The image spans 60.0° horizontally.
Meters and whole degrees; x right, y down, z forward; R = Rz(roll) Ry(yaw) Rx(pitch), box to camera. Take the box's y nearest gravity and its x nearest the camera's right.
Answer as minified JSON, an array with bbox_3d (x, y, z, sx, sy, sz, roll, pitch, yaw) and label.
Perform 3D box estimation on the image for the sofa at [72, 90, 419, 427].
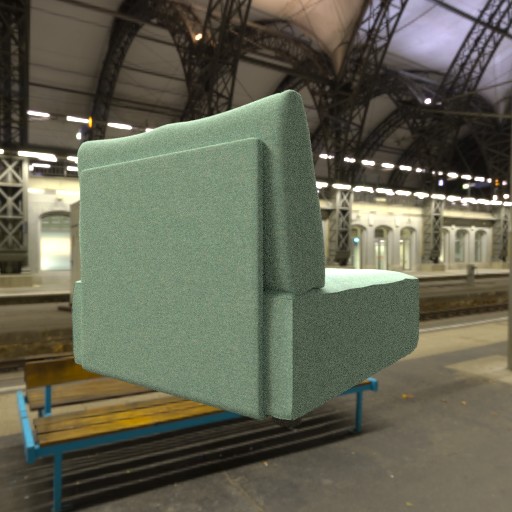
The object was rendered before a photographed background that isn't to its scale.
[{"bbox_3d":[0.000,0.000,1.691,0.930,0.820,1.000,1,1,37],"label":"sofa"}]
